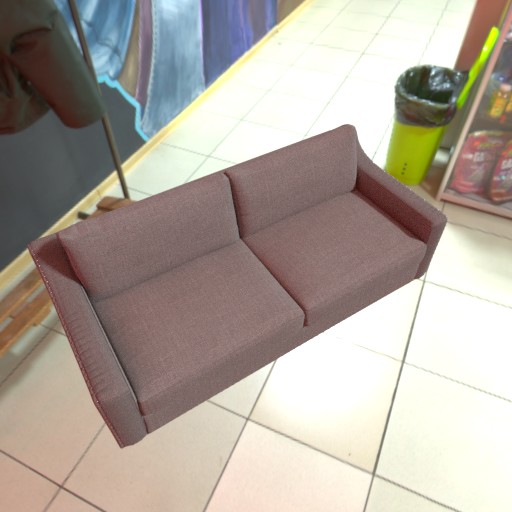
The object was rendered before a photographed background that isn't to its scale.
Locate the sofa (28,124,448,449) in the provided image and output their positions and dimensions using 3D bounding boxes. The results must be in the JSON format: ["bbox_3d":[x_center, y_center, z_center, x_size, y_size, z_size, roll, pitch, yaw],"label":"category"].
[{"bbox_3d":[0.000,0.000,2.629,2.208,0.857,1.000,-25,52,-22],"label":"sofa"}]
